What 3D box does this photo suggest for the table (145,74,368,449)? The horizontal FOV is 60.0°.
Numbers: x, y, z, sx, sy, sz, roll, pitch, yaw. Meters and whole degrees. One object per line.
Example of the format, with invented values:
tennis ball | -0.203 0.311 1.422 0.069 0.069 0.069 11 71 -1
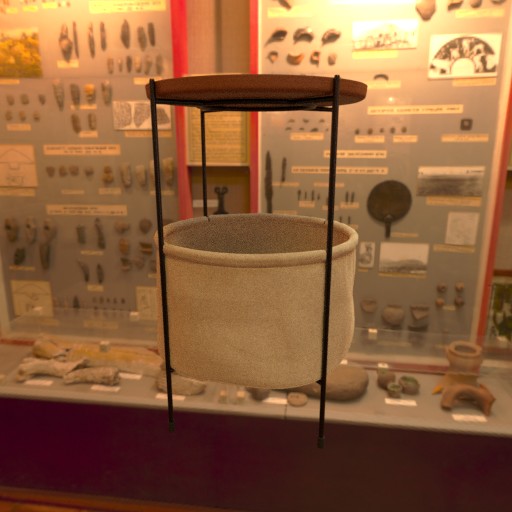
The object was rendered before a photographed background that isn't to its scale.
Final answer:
table | 0.000 0.000 0.871 0.393 0.623 0.393 2 15 9
